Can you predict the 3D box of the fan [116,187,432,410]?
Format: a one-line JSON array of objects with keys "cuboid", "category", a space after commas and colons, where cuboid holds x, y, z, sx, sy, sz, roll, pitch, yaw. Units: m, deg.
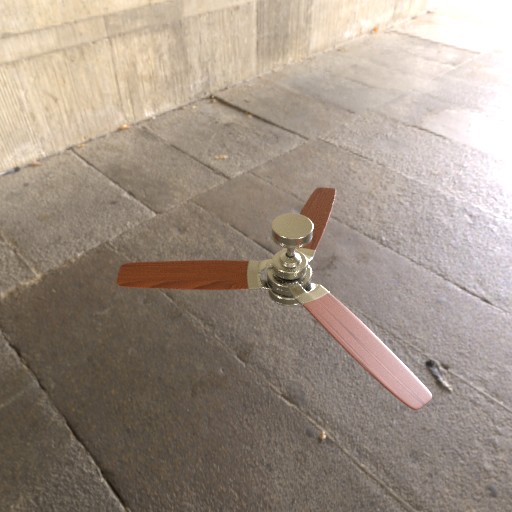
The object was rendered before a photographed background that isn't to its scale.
[{"cuboid": [0.000, 0.000, 2.013, 1.271, 0.410, 1.416, 0, 42, 0], "category": "fan"}]
